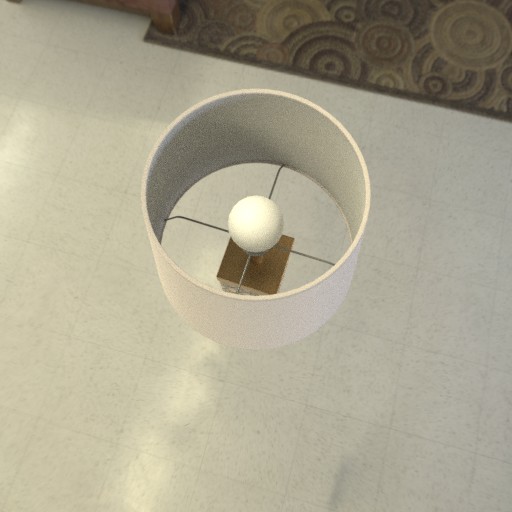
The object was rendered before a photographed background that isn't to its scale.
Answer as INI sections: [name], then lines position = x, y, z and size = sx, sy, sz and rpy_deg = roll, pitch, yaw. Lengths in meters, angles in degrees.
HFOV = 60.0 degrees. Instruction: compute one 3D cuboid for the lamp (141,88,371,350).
[lamp]
position = 0.000, 0.000, 0.592
size = 0.251, 0.435, 0.251
rpy_deg = 0, 74, 0
